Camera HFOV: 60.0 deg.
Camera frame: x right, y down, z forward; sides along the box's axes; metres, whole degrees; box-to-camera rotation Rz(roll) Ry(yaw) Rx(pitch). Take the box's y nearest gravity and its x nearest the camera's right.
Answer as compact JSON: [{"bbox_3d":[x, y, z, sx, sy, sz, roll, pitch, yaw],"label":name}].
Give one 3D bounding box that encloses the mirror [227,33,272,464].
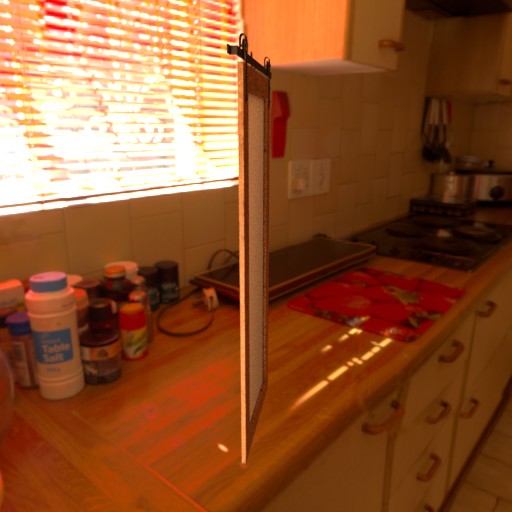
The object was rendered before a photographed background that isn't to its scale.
[{"bbox_3d":[0.000,0.000,2.075,0.042,1.793,0.847,3,16,10],"label":"mirror"}]
